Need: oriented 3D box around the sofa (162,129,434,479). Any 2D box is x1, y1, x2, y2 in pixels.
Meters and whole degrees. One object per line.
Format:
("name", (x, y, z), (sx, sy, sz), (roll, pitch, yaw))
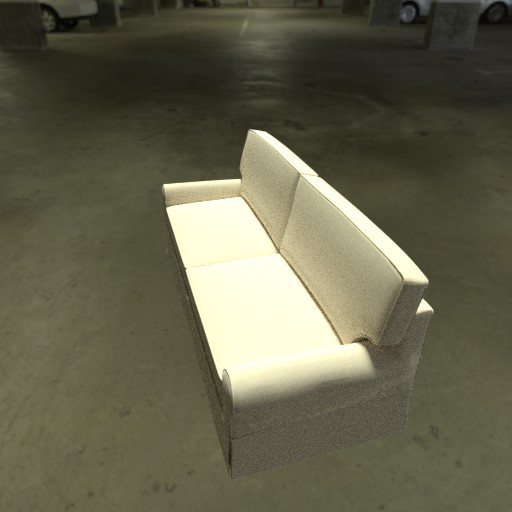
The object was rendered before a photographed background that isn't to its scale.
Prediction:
("sofa", (0.000, 0.000, 2.501), (0.862, 0.937, 2.021), (-9, 33, -15))
